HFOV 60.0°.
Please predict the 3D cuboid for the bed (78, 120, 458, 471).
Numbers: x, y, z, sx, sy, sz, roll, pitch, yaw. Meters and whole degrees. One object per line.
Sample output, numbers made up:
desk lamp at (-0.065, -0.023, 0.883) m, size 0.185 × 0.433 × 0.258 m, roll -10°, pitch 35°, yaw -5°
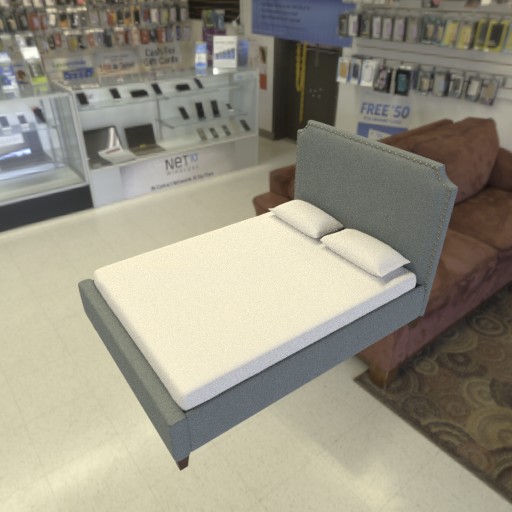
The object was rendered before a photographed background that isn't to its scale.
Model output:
bed at (0.000, 0.000, 3.459) m, size 2.372 × 1.443 × 1.712 m, roll -21°, pitch 38°, yaw -29°
